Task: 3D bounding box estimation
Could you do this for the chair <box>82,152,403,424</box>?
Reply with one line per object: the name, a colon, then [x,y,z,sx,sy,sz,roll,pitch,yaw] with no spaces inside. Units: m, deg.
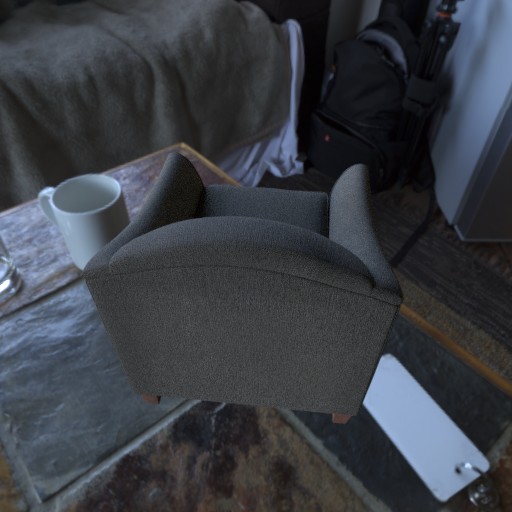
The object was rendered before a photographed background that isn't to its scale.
chair: [0.000,0.000,1.494,0.763,0.839,0.787,4,46,4]
